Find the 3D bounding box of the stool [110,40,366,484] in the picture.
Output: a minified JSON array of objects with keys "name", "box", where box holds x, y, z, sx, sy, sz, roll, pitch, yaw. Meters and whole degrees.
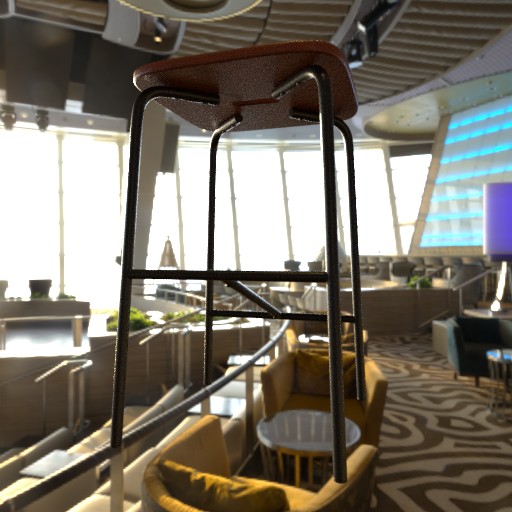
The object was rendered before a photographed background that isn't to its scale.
[{"name":"stool","box":[0.000,0.000,0.828,0.376,0.610,0.376,0,0,18]}]
